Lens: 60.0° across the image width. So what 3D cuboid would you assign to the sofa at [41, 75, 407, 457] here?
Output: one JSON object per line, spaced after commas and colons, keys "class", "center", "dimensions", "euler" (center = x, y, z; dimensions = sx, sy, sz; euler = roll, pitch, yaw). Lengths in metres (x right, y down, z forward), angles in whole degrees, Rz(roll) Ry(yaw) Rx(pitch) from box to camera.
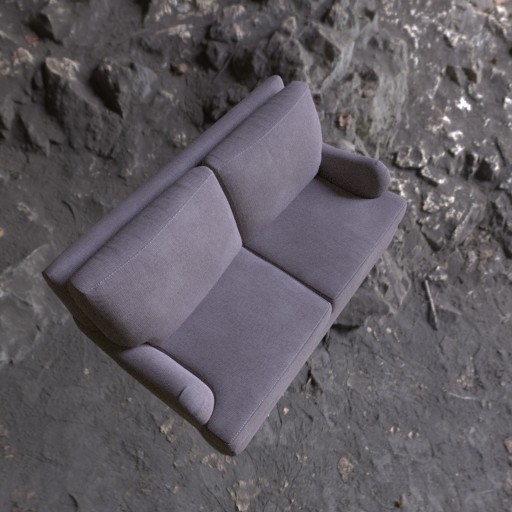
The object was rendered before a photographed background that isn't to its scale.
{"class": "sofa", "center": [0.000, 0.000, 2.535], "dimensions": [1.084, 1.101, 1.853], "euler": [32, 62, 19]}
